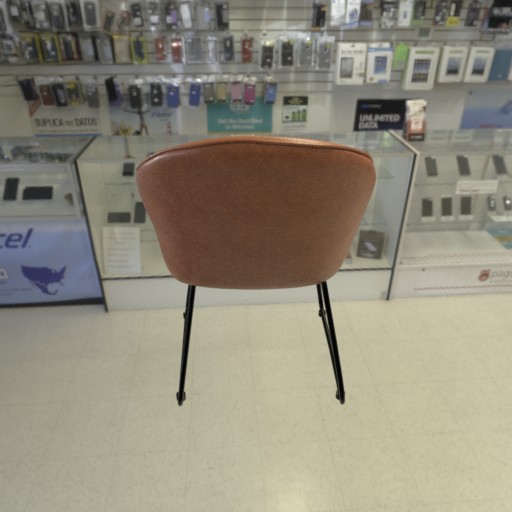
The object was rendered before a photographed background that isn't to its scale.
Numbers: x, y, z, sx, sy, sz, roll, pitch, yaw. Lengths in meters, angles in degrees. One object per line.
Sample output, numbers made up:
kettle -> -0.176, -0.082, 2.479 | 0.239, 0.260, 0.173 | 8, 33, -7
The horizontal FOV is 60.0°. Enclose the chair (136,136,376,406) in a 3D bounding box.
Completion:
chair -> 0.000, 0.000, 1.182 | 0.582, 0.785, 0.580 | -1, 30, -2
